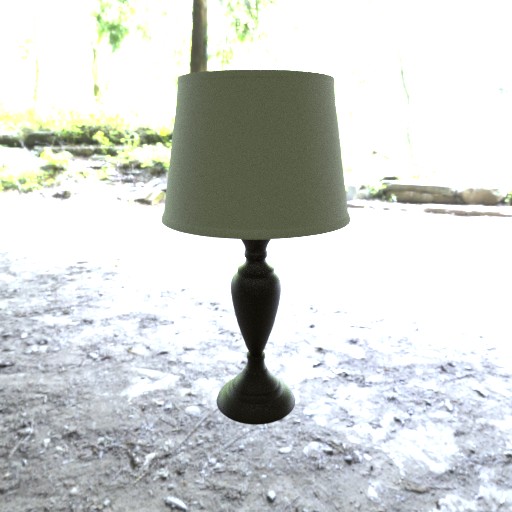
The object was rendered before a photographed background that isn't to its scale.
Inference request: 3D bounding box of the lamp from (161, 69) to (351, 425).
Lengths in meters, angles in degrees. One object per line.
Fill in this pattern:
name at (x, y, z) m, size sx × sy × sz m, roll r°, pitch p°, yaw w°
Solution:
lamp at (0.000, 0.000, 0.819) m, size 0.335 × 0.611 × 0.335 m, roll 0°, pitch 16°, yaw 0°
